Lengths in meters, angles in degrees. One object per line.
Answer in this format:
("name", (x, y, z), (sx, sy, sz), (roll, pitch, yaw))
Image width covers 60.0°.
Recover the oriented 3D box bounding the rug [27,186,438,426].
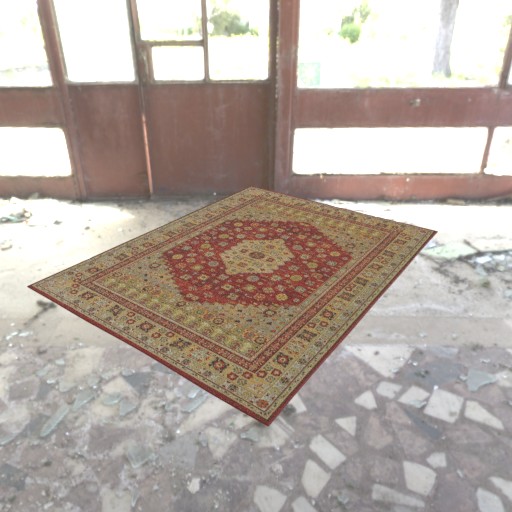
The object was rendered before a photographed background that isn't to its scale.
("rug", (0.000, 0.000, 4.072), (2.387, 0.013, 3.053), (19, 34, 31))
